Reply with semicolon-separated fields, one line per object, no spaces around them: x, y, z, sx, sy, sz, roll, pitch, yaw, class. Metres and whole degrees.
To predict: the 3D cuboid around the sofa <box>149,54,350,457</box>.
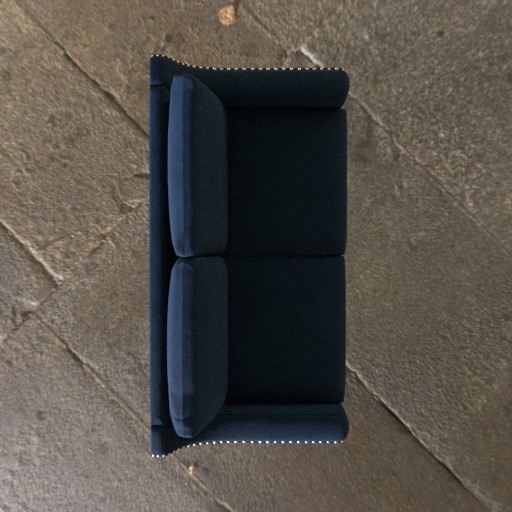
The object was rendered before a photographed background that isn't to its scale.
0.000;0.000;2.635;1.104;0.983;2.107;0;91;0;sofa
